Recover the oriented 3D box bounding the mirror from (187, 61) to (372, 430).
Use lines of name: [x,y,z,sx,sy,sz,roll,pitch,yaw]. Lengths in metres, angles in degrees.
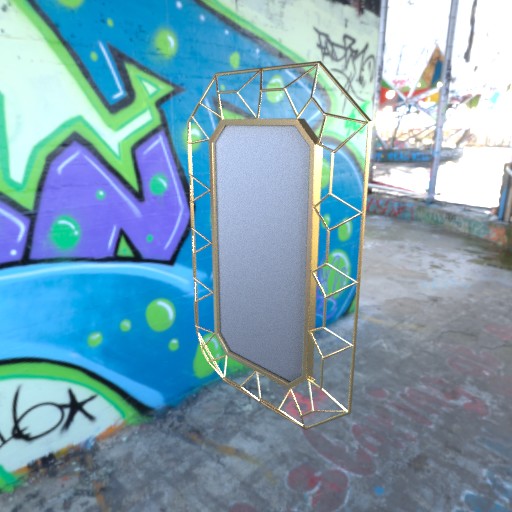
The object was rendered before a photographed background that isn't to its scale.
mirror: [0.000,0.000,1.101,0.572,0.870,0.051,16,23,43]
